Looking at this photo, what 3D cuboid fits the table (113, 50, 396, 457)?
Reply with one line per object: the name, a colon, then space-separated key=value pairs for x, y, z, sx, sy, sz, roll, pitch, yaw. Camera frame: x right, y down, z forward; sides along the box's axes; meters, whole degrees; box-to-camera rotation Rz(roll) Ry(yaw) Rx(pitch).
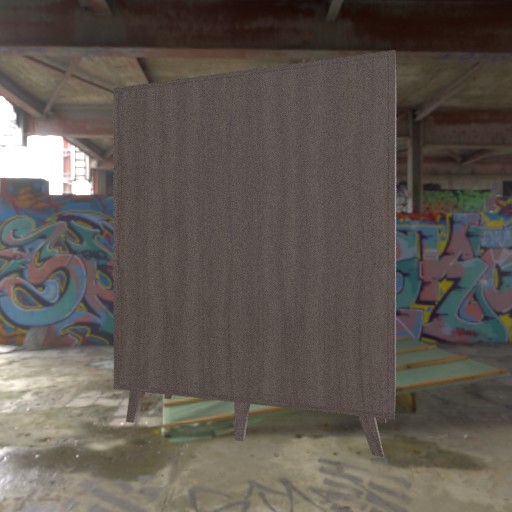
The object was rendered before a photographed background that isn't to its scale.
table: x=0.000 y=0.000 z=1.850 sx=1.111 sy=1.388 sz=0.398 roll=0 pitch=0 yaw=18
